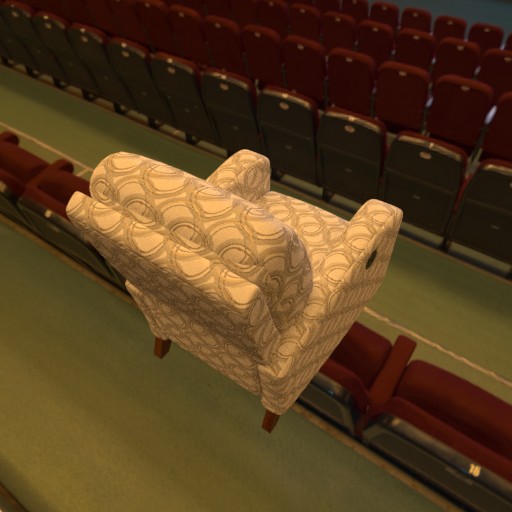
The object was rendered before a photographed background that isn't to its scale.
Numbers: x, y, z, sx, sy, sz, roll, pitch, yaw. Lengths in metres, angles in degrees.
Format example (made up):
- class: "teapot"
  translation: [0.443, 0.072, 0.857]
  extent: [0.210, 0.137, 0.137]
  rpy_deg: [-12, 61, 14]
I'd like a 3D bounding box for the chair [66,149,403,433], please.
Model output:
- class: "chair"
  translation: [0.000, 0.000, 1.717]
  extent: [0.796, 1.065, 0.995]
  rpy_deg: [26, 52, 23]
